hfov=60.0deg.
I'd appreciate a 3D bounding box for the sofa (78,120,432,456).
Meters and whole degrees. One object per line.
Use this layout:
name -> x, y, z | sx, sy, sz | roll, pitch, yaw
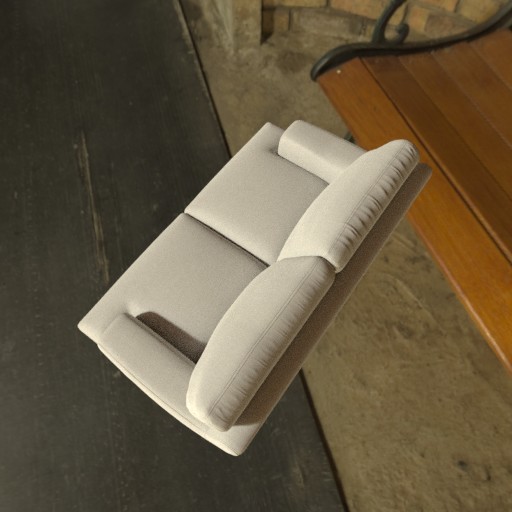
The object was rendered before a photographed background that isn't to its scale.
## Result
sofa -> 0.000, 0.000, 2.541 | 1.143, 0.940, 1.880 | 33, 68, 15
